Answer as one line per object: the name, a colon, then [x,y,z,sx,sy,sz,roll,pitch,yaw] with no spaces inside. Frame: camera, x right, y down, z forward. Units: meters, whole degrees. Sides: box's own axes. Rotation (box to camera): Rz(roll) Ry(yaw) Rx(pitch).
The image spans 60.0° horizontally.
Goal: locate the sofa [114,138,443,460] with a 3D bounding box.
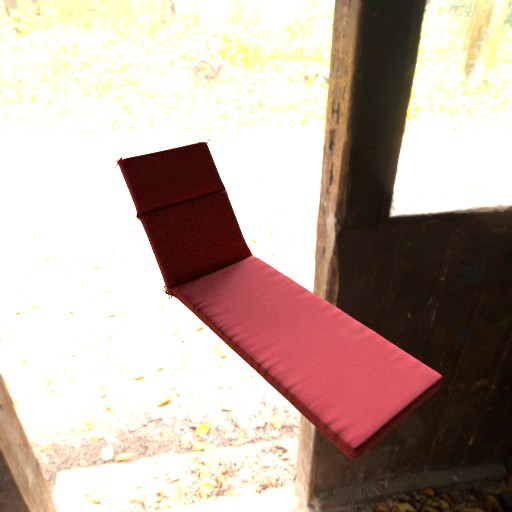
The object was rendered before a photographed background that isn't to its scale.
sofa: [0.000,0.000,1.974,0.582,0.622,1.663,-22,37,-32]
